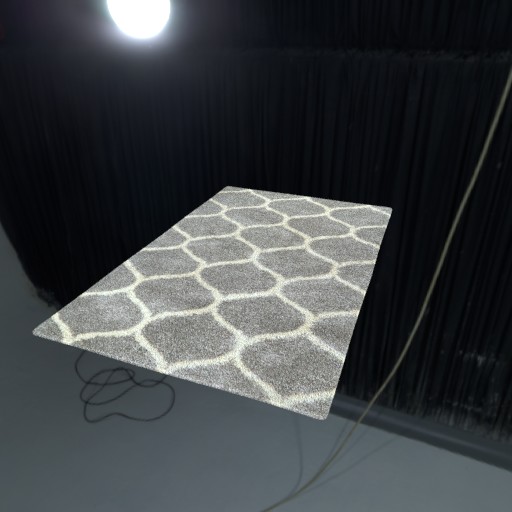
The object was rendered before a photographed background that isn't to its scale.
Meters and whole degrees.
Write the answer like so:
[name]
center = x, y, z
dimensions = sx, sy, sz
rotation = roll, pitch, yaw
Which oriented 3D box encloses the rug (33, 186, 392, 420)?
[rug]
center = 0.000, 0.000, 2.934
dimensions = 1.501, 0.025, 2.348
rotation = 10, 30, 19
